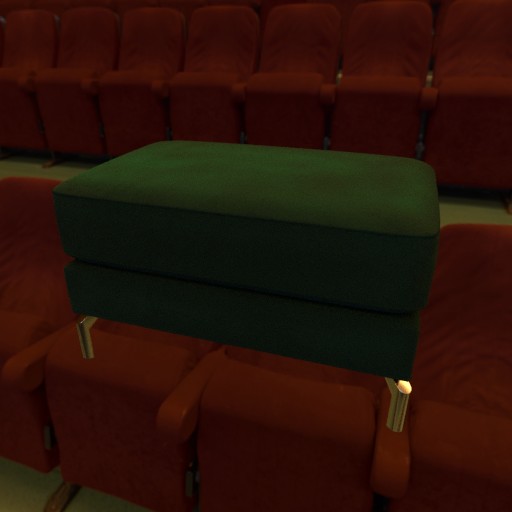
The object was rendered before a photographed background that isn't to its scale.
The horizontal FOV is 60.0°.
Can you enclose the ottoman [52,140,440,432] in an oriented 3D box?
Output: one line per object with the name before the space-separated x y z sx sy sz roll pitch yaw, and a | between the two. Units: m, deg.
ottoman | 0.000 0.000 1.232 0.886 0.533 0.536 8 28 16
